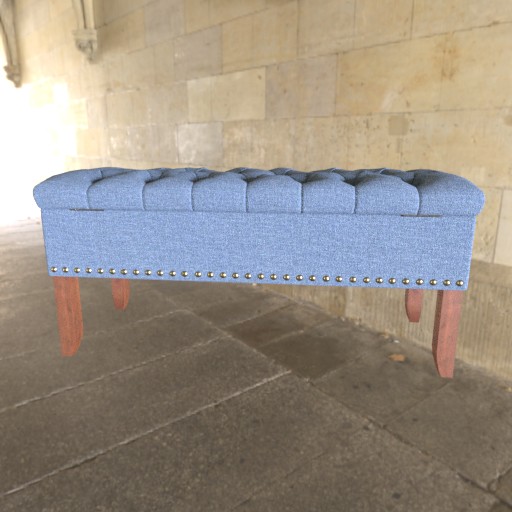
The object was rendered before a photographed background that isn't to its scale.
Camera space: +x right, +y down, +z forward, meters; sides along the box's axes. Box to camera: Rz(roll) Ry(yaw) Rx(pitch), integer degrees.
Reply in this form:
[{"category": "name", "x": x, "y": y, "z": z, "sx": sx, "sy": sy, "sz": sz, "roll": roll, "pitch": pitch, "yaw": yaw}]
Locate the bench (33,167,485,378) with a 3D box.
[{"category": "bench", "x": 0.000, "y": 0.000, "z": 1.261, "sx": 1.052, "sy": 0.492, "sz": 0.417, "roll": 2, "pitch": 15, "yaw": 6}]
